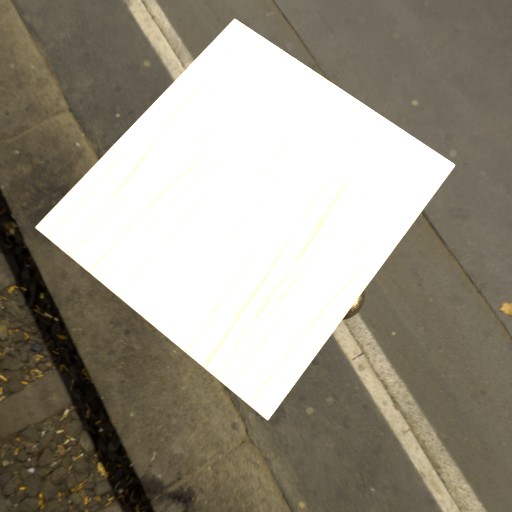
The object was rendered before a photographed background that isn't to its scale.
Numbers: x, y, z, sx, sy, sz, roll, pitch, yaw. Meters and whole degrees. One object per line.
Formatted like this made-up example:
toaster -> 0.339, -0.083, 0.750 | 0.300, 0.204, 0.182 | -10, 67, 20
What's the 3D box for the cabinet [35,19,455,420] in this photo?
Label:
cabinet -> 0.000, 0.000, 0.858 | 0.401, 0.579, 0.409 | 37, 79, 9
